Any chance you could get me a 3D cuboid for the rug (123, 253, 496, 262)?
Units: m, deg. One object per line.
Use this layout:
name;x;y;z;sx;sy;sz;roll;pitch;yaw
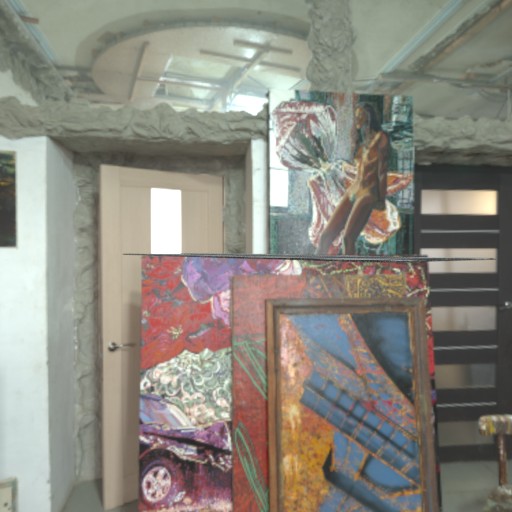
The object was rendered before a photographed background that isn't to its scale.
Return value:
rug;0.000;0.000;2.644;0.760;0.012;2.434;-1;1;-36
